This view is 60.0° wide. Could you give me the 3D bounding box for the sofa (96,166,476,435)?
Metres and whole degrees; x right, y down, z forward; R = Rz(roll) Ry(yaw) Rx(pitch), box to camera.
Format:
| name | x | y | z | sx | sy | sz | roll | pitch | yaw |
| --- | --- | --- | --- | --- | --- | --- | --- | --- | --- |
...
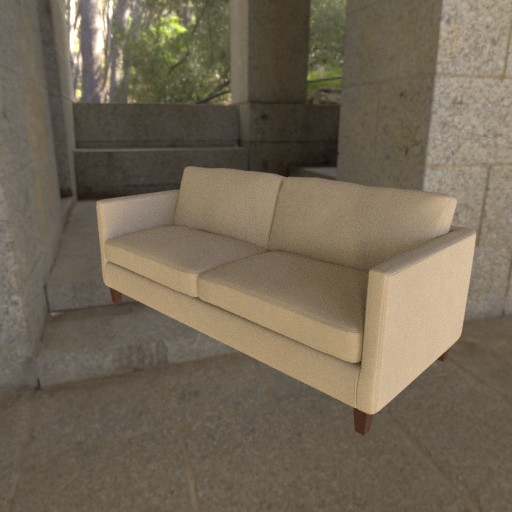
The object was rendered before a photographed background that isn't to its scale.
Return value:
| name | x | y | z | sx | sy | sz | roll | pitch | yaw |
| --- | --- | --- | --- | --- | --- | --- | --- | --- | --- |
| sofa | 0.000 | 0.000 | 2.666 | 2.181 | 0.932 | 0.948 | 16 | 23 | 41 |
